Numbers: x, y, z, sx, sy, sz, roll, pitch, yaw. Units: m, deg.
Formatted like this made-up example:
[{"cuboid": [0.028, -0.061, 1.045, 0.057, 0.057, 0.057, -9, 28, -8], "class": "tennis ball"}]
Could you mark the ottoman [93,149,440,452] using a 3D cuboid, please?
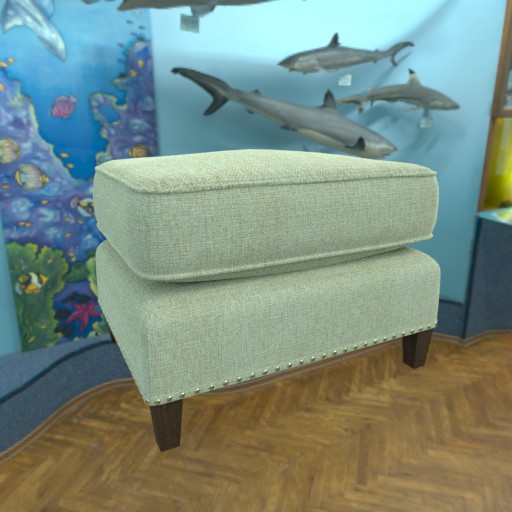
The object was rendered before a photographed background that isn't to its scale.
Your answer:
[{"cuboid": [0.000, 0.000, 1.148, 0.738, 0.537, 0.589, -8, 18, -26], "class": "ottoman"}]
